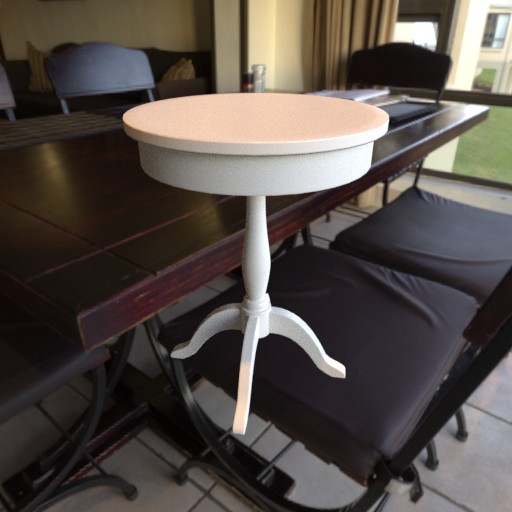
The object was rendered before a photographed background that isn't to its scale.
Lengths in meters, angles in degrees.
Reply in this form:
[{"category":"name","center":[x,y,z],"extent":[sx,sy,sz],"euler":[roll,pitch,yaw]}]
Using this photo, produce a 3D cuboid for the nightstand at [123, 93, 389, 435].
[{"category":"nightstand","center":[0.000,0.000,1.033],"extent":[0.513,0.653,0.513],"euler":[9,29,17]}]
